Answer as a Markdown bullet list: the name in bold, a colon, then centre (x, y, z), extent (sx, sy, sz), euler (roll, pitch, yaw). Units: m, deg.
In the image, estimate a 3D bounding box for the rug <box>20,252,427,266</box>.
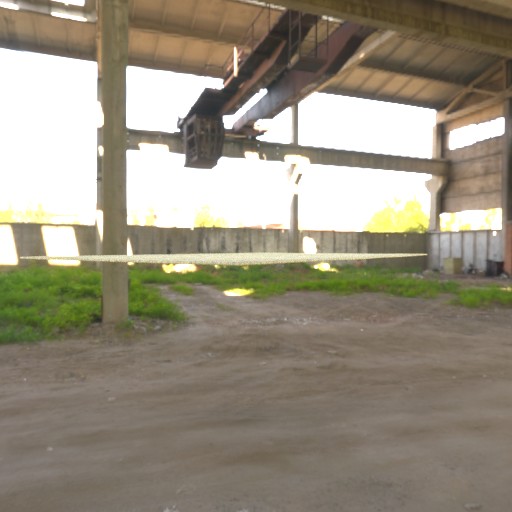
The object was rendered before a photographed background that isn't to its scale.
- **rug**: centre (0.000, 0.000, 2.343), extent (1.250, 0.015, 1.850), euler (1, 1, 36)
